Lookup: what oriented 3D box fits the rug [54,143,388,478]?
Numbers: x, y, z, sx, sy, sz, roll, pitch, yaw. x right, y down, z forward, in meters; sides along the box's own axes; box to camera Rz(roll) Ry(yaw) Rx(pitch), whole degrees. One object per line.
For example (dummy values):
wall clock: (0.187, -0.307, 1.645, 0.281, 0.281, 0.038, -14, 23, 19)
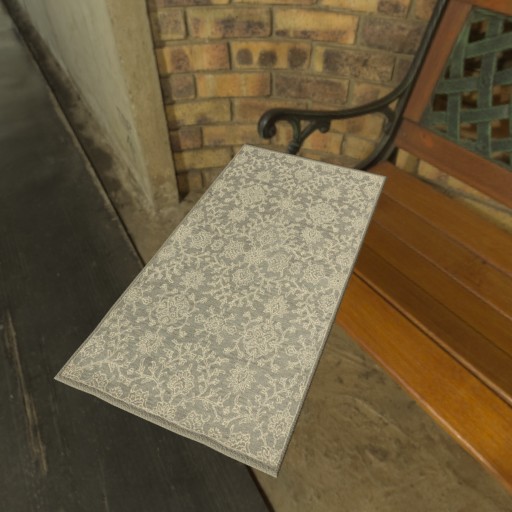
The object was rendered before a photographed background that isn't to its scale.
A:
rug: (0.000, 0.000, 3.631, 1.546, 0.011, 3.048, 17, 48, 16)
